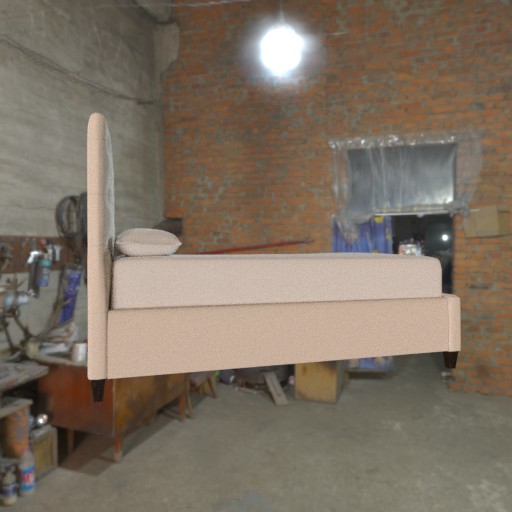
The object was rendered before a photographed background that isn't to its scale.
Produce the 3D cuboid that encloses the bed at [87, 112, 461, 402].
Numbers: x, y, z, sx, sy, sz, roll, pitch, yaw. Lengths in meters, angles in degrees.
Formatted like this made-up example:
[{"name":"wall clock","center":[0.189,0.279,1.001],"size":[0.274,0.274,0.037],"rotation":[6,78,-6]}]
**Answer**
[{"name":"bed","center":[0.000,0.000,3.281],"size":[2.233,1.426,1.696],"rotation":[0,1,-17]}]
